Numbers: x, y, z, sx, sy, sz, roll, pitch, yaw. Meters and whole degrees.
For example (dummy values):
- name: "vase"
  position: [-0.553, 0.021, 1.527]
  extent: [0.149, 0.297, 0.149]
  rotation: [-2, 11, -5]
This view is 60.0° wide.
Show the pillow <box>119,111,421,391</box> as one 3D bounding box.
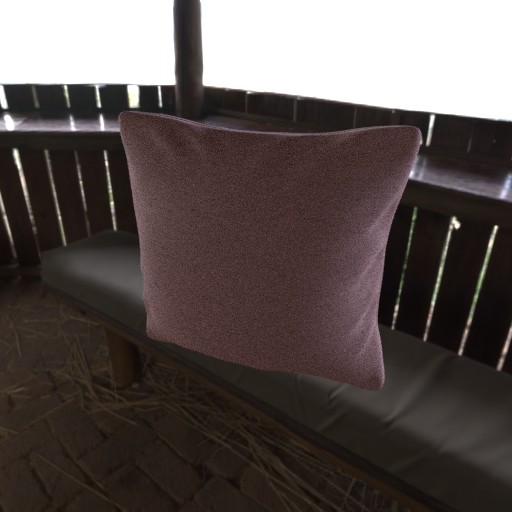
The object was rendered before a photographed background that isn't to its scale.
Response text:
- name: "pillow"
  position: [0.000, 0.000, 0.686]
  extent: [0.432, 0.415, 0.246]
  rotation: [9, 27, 17]
